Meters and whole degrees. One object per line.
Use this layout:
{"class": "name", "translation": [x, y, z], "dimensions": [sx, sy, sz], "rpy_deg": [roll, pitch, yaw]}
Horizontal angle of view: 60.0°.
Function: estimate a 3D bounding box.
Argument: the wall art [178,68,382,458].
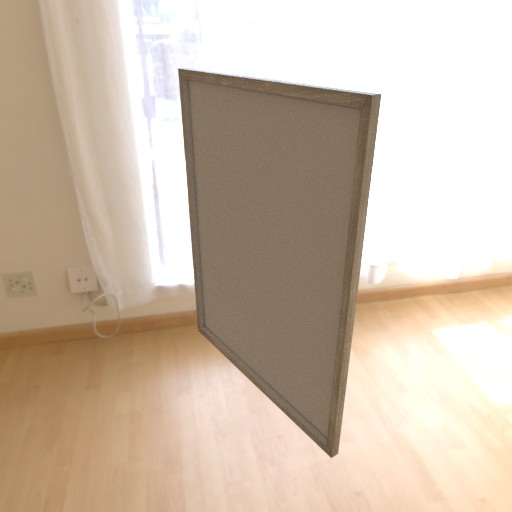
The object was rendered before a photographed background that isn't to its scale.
{"class": "wall art", "translation": [0.000, 0.000, 1.365], "dimensions": [0.035, 1.022, 0.781], "rpy_deg": [-19, 33, -33]}
